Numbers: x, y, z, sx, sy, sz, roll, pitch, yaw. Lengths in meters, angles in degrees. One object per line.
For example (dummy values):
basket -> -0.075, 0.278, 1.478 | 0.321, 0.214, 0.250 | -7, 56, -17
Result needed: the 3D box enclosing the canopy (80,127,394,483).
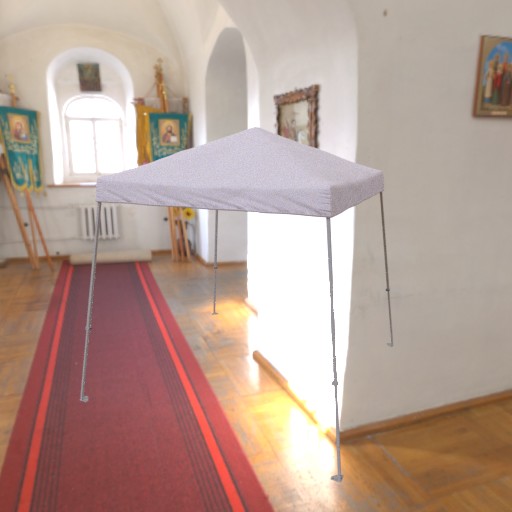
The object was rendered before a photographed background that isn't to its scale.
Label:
canopy -> 0.000, 0.000, 5.086 | 2.849, 2.850, 2.850 | 6, 15, 24
